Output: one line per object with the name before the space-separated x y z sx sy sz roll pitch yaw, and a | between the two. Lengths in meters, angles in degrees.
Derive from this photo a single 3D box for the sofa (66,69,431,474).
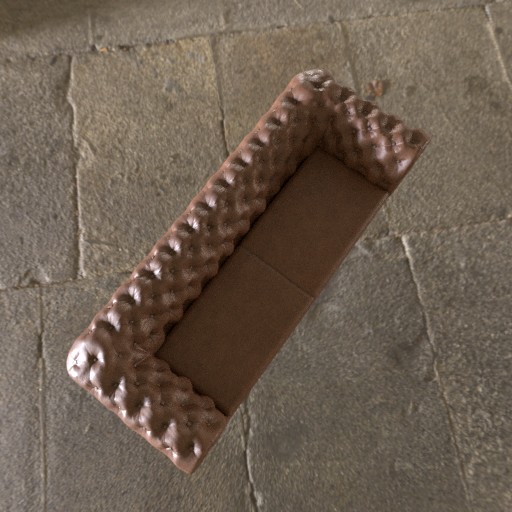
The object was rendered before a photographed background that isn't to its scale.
sofa | 0.000 0.000 2.819 0.944 0.783 2.385 36 78 9
